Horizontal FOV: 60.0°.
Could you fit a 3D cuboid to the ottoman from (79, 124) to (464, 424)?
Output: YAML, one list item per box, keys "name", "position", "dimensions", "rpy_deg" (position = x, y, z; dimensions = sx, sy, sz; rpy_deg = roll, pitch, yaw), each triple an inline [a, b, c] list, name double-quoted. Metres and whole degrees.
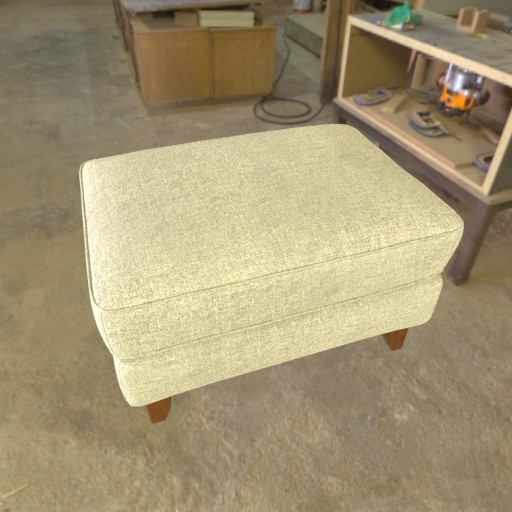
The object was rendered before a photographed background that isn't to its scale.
- name: "ottoman"
  position: [0.000, 0.000, 1.311]
  dimensions: [0.889, 0.561, 0.661]
  rpy_deg: [-13, 42, -14]
